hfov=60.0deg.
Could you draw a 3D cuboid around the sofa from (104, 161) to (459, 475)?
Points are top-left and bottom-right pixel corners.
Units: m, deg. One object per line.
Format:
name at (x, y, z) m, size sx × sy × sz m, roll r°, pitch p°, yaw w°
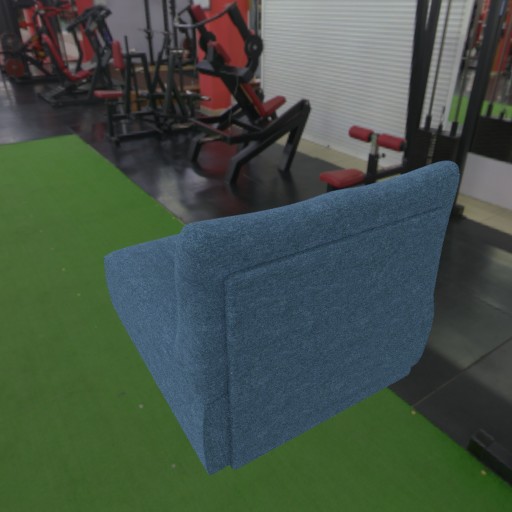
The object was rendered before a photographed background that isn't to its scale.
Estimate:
sofa at (0.000, 0.000, 1.670) m, size 0.930 × 0.820 × 1.000 m, roll -17°, pitch 34°, yaw -27°
